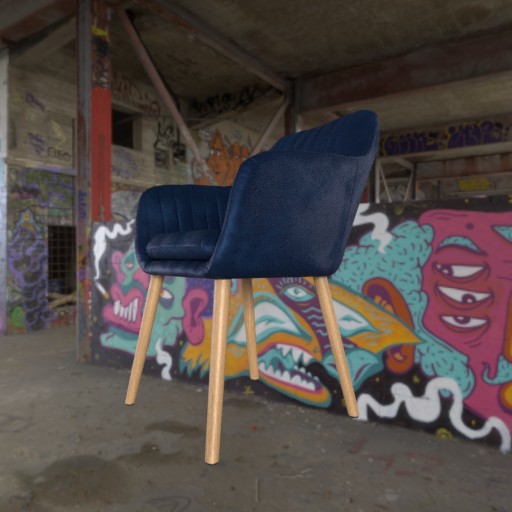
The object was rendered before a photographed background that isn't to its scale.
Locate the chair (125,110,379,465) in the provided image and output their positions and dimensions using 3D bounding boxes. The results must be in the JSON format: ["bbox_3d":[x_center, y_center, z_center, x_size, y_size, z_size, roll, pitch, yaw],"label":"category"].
[{"bbox_3d":[0.000,0.000,1.223,0.573,0.826,0.578,0,0,-37],"label":"chair"}]
